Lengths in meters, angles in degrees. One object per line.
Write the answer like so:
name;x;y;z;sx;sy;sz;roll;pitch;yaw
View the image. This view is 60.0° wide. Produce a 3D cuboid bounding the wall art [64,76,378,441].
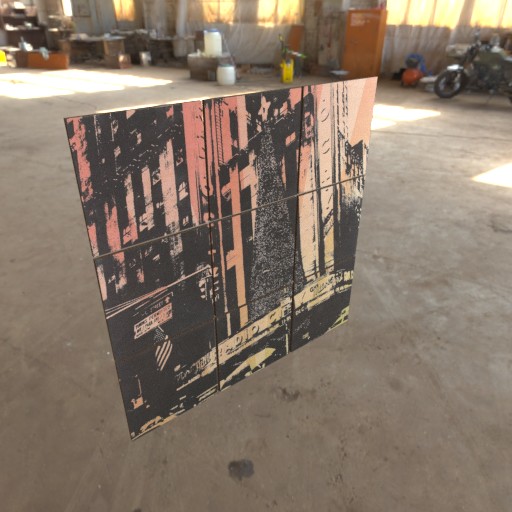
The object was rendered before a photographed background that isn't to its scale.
wall art;0.000;0.000;1.735;1.216;1.216;0.013;-21;36;-32
